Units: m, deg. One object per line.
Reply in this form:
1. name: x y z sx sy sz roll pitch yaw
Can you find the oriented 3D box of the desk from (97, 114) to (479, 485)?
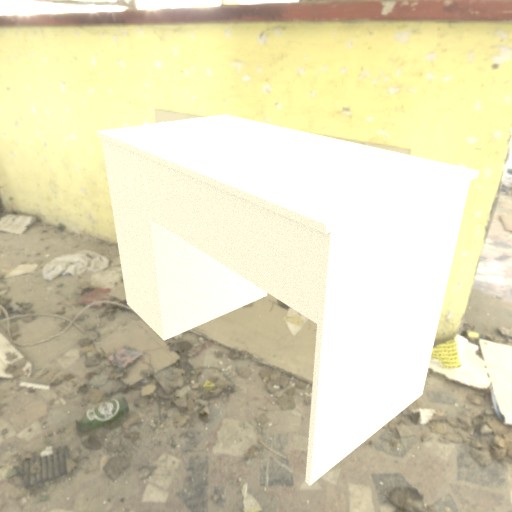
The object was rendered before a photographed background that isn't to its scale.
1. desk: 0.000 0.000 1.505 0.560 0.735 1.097 -20 33 -34
